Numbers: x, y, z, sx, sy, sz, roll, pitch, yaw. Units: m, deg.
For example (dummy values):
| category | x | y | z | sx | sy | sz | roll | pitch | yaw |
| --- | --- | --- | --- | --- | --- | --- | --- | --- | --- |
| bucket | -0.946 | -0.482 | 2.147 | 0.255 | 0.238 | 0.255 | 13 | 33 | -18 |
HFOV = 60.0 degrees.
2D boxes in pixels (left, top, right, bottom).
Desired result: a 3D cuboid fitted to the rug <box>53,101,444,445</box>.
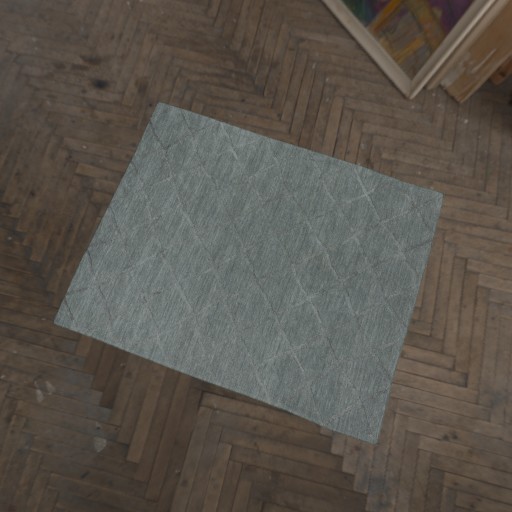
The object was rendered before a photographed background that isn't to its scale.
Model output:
| category | x | y | z | sx | sy | sz | roll | pitch | yaw |
| --- | --- | --- | --- | --- | --- | --- | --- | --- | --- |
| rug | 0.000 | 0.000 | 4.143 | 3.048 | 0.013 | 2.438 | 19 | 76 | 5 |
